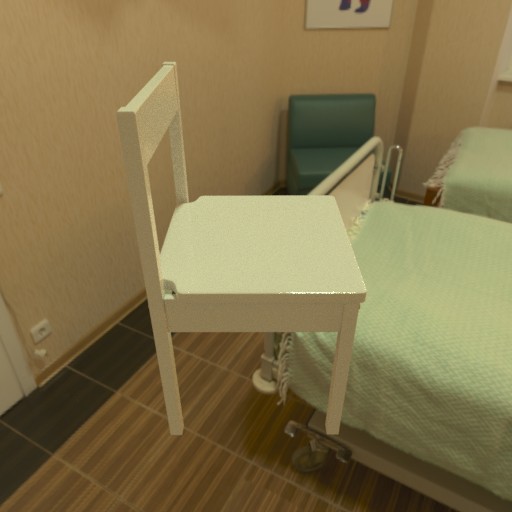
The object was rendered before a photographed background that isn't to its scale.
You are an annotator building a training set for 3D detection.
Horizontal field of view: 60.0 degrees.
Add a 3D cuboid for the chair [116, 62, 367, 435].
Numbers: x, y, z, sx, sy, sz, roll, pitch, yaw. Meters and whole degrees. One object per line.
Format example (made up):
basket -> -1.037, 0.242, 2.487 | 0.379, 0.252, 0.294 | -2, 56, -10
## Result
chair -> 0.000, 0.000, 0.892 | 0.361, 0.668, 0.367 | 0, 33, 0
